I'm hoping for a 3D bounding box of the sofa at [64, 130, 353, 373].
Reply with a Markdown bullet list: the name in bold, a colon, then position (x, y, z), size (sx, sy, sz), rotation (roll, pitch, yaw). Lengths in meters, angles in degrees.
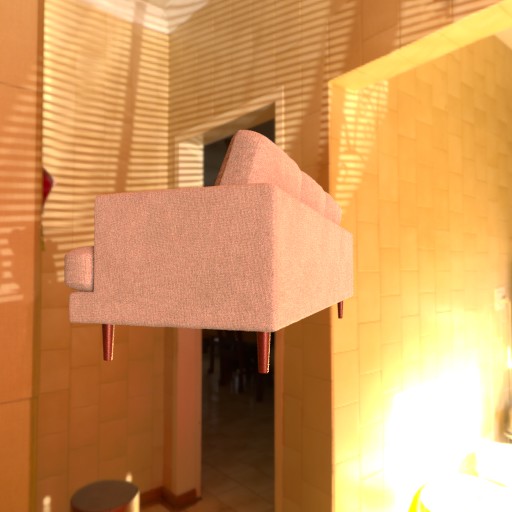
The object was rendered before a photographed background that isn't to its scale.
- **sofa**: position (0.000, 0.000, 2.691), size (0.903, 0.930, 2.246), rotation (-1, -2, 19)
